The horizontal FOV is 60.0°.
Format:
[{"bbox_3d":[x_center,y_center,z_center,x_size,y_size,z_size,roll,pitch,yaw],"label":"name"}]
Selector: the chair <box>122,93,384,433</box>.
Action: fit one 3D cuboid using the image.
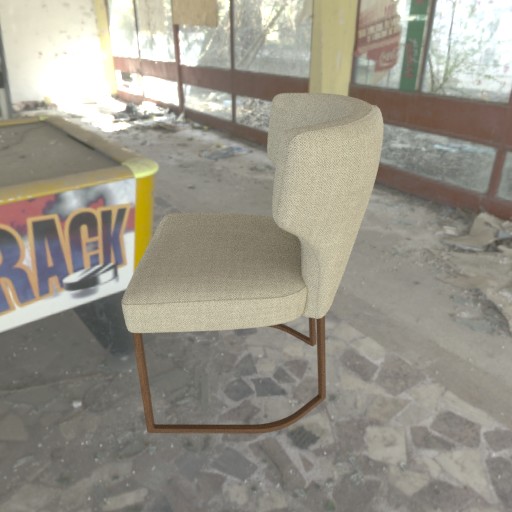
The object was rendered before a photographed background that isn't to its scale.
[{"bbox_3d":[0.000,0.000,1.249,0.617,0.824,0.611,0,27,0],"label":"chair"}]
